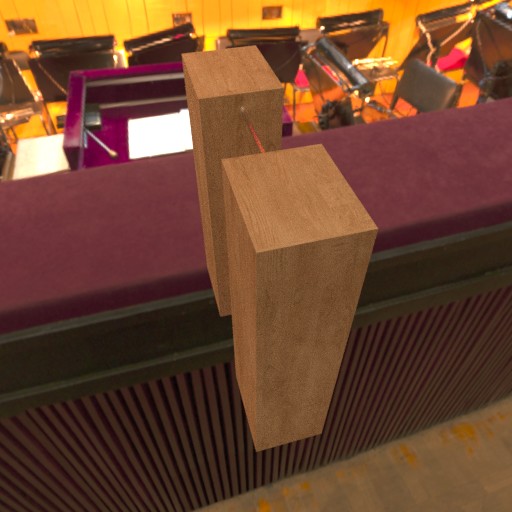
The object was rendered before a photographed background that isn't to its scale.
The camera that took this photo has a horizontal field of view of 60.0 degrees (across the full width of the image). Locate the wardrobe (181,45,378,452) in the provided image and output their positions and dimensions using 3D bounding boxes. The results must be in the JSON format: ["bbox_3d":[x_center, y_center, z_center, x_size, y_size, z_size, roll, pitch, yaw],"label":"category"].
[{"bbox_3d":[0.000,0.000,2.954,0.480,2.000,1.770,-11,48,-10],"label":"wardrobe"}]
